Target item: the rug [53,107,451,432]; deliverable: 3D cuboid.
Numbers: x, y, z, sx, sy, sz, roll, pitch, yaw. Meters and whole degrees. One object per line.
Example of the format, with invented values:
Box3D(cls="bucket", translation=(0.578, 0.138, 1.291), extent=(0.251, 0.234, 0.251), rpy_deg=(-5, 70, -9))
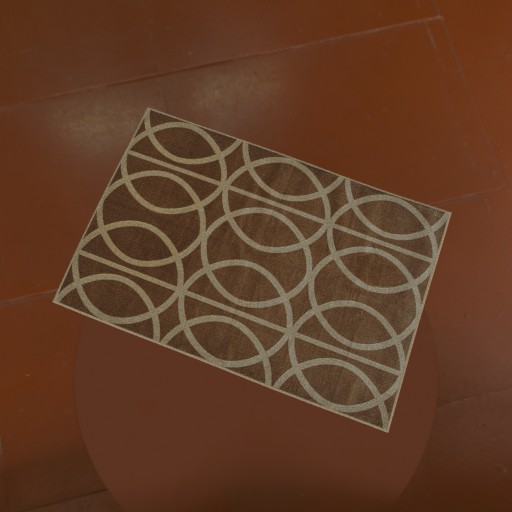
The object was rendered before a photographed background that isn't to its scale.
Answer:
Box3D(cls="rug", translation=(0.000, 0.000, 2.964), extent=(2.290, 0.014, 1.526), rpy_deg=(20, 77, 5))
